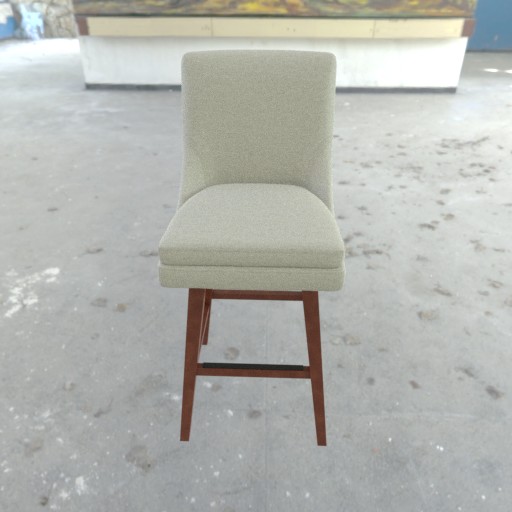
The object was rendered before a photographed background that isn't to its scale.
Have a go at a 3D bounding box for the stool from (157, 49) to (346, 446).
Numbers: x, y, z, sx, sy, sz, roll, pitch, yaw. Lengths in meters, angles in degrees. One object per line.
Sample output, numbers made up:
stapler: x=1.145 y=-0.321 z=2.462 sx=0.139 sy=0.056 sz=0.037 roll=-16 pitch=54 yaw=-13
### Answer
stool: x=0.000 y=0.000 z=1.354 sx=0.470 sy=1.092 sz=0.559 roll=1 pitch=31 yaw=2
